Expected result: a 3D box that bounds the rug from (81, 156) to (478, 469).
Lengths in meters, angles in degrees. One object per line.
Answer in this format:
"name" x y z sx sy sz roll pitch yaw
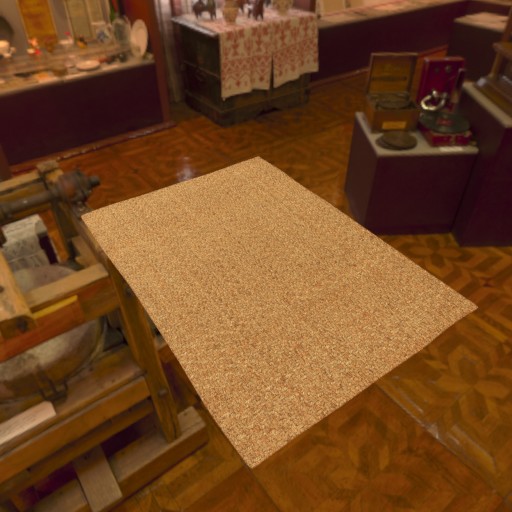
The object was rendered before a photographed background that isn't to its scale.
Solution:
"rug" 0.000 0.000 2.772 1.566 0.013 2.141 -24 46 -26
